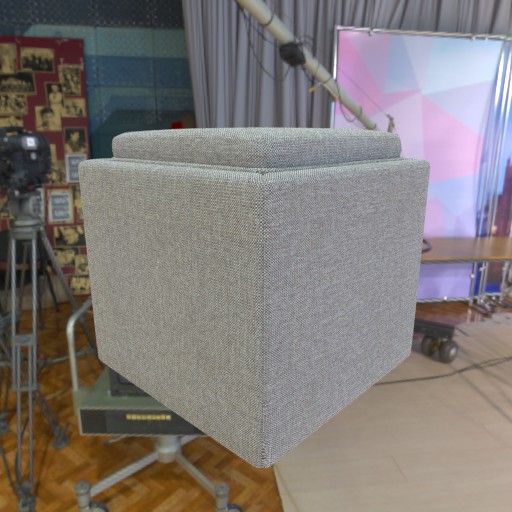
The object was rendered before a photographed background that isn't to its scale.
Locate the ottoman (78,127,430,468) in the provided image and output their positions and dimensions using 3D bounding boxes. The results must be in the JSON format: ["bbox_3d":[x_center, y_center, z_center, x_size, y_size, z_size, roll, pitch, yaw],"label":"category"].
[{"bbox_3d":[0.000,0.000,0.827,0.450,0.460,0.450,14,21,41],"label":"ottoman"}]
